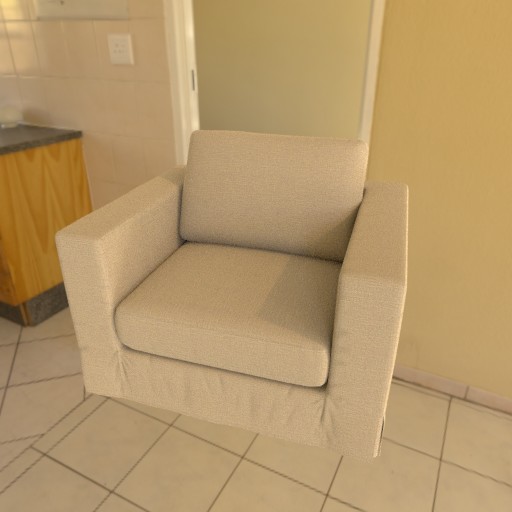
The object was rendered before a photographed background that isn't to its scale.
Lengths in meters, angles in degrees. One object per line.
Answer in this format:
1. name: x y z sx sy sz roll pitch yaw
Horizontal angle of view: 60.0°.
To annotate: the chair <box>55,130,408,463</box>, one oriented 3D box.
1. chair: 0.000 0.000 1.784 1.150 0.878 0.957 8 27 16
